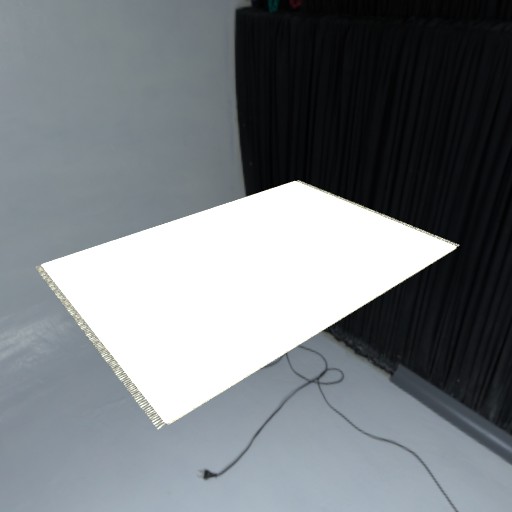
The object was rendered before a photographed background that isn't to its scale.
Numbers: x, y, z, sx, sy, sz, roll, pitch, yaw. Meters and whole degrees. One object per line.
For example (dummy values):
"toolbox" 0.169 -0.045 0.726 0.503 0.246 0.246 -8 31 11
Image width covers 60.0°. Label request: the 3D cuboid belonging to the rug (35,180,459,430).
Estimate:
"rug" 0.000 0.000 2.803 2.233 0.011 1.514 -23 38 -33
